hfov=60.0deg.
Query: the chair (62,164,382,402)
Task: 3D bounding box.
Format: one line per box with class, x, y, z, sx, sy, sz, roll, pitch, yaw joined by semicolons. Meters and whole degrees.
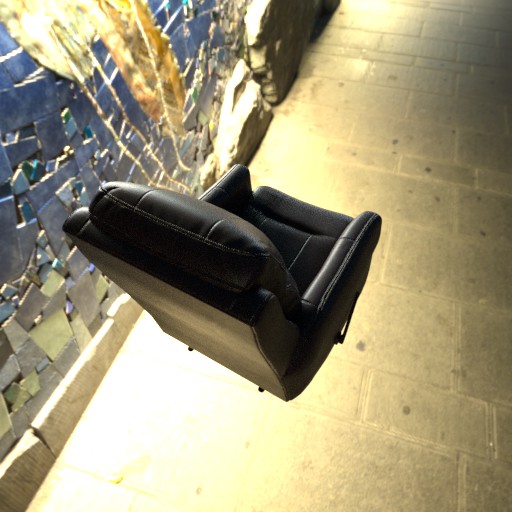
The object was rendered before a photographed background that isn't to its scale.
chair;0.000;0.000;1.794;0.829;1.030;1.080;24;50;22
